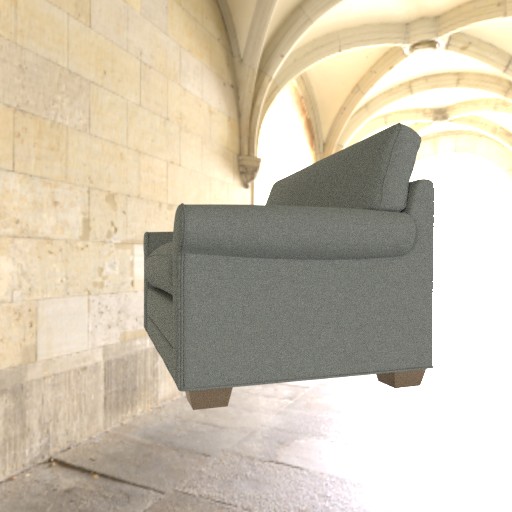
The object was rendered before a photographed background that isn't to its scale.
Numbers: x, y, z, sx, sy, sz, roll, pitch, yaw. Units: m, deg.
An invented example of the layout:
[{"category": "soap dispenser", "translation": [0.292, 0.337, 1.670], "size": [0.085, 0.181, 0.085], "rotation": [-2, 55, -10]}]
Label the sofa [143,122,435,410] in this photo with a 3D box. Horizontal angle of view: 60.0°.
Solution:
[{"category": "sofa", "translation": [0.000, 0.000, 2.051], "size": [0.940, 0.953, 1.410], "rotation": [0, -1, -18]}]
